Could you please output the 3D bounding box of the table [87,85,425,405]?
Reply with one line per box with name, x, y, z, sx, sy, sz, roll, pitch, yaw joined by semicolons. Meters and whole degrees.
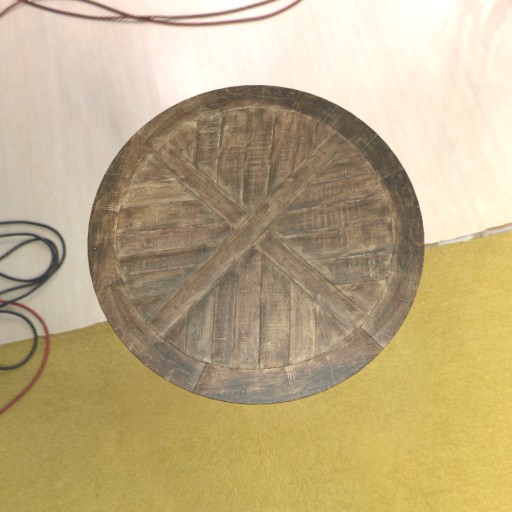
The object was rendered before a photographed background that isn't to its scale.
table;0.000;0.000;2.032;1.264;0.762;1.264;0;74;0
